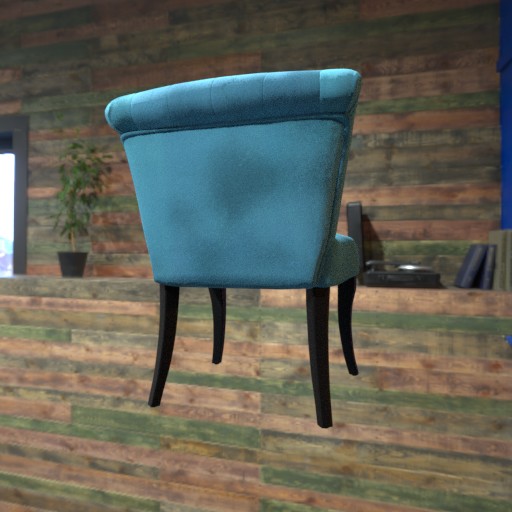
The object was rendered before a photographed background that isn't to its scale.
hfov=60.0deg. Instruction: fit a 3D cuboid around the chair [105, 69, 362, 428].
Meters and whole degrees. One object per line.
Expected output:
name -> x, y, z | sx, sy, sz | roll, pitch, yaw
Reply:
chair -> 0.000, 0.000, 1.181 | 0.582, 0.750, 0.605 | 0, 0, 18
